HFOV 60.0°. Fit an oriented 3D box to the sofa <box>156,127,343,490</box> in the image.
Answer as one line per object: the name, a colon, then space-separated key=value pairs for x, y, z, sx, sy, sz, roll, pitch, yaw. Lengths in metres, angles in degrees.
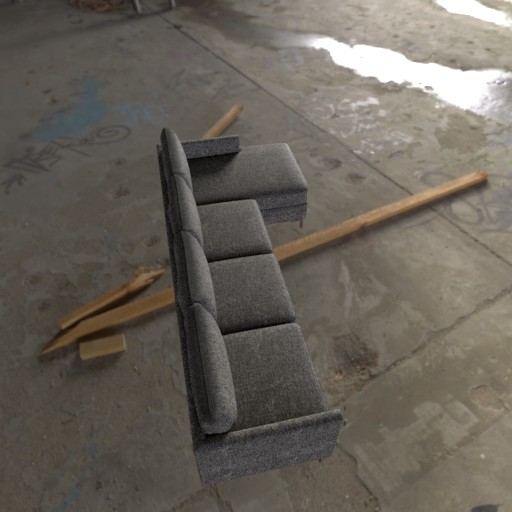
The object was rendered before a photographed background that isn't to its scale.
sofa: x=0.000 y=0.000 z=3.980 sx=1.488 sy=0.970 sz=3.384 roll=-9 pitch=47 yaw=-9
